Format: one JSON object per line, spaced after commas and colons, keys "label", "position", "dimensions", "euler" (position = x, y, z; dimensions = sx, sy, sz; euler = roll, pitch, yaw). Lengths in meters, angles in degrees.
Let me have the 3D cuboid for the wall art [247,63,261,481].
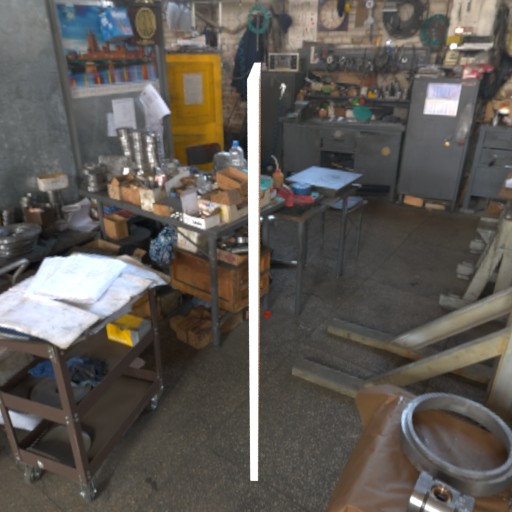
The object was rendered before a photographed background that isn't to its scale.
{"label": "wall art", "position": [0.000, 0.000, 0.841], "dimensions": [0.013, 0.656, 0.456], "euler": [0, 26, 1]}
